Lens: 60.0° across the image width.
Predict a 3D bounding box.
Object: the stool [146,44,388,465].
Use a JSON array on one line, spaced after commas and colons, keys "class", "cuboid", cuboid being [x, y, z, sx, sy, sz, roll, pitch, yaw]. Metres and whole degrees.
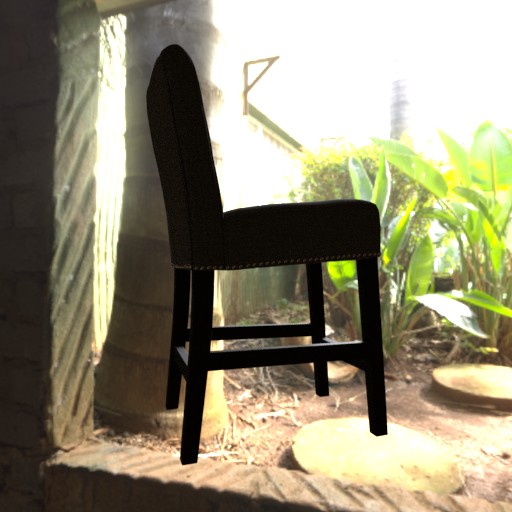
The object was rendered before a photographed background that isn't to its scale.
[{"class": "stool", "cuboid": [0.000, 0.000, 1.183, 0.571, 0.885, 0.427, 0, 0, -17]}]
